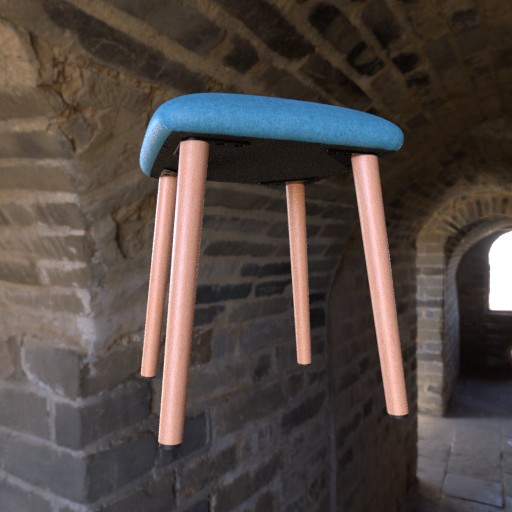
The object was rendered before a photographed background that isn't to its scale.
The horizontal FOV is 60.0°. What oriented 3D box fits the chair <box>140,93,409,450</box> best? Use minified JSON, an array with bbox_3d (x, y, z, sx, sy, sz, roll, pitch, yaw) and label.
[{"bbox_3d":[0.000,0.000,0.725,0.360,0.450,0.360,0,0,-18],"label":"chair"}]
